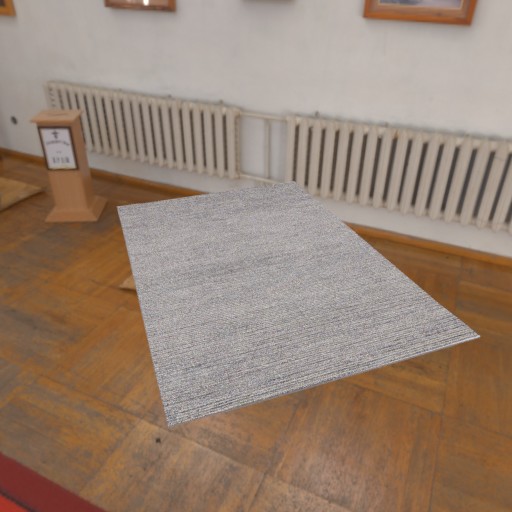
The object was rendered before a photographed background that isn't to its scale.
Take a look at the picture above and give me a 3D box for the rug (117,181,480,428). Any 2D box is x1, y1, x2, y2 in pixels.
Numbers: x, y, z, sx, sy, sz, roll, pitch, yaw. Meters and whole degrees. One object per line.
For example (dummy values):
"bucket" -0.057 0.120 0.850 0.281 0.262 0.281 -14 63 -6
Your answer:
"rug" 0.000 0.000 2.952 1.604 0.030 2.307 -11 32 -17
